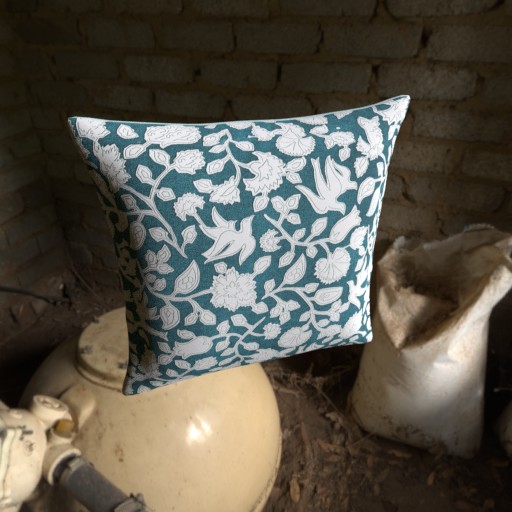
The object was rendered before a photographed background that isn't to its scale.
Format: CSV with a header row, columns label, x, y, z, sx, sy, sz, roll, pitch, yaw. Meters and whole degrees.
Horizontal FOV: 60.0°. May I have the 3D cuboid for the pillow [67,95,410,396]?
label,x,y,z,sx,sy,sz,roll,pitch,yaw
pillow,0.000,0.000,0.774,0.525,0.508,0.166,-9,31,-15
